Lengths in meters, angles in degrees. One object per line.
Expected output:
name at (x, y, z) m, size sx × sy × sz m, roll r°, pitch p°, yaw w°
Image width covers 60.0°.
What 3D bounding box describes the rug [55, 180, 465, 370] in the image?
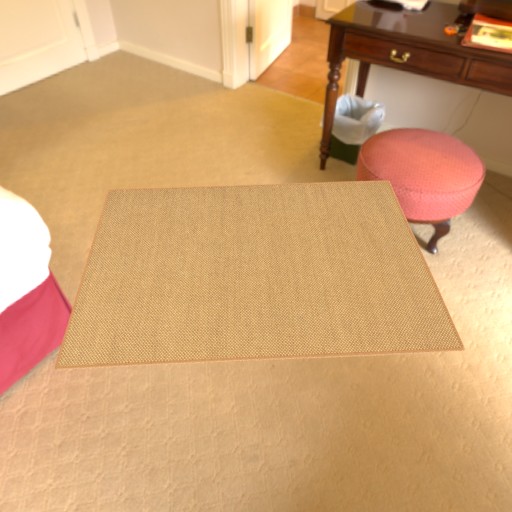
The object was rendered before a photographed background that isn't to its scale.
rug at (0.000, 0.000, 2.824) m, size 2.134 × 0.013 × 1.524 m, roll -2°, pitch 45°, yaw -2°
